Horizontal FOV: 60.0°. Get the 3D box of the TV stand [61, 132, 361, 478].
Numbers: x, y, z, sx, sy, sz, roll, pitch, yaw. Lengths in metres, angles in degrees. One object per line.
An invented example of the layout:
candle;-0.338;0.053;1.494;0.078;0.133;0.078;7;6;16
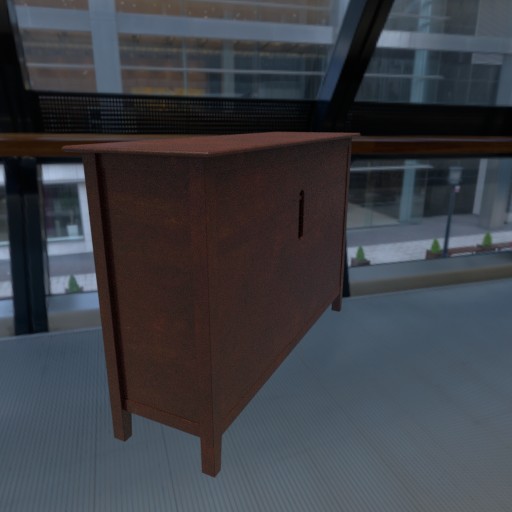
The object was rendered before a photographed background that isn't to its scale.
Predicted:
TV stand;0.000;0.000;1.770;0.445;0.915;1.372;8;19;25
